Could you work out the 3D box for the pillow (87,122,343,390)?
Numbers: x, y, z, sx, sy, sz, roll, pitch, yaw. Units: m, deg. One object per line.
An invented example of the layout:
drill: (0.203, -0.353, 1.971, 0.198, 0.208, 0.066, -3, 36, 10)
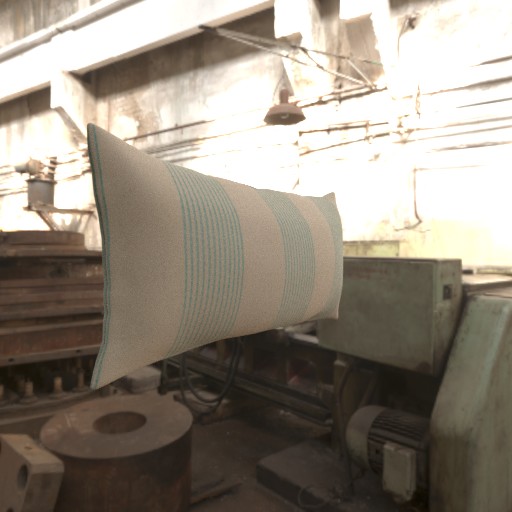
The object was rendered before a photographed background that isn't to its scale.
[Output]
pillow: (0.000, 0.000, 0.721, 0.151, 0.287, 0.610, 0, 0, 35)
